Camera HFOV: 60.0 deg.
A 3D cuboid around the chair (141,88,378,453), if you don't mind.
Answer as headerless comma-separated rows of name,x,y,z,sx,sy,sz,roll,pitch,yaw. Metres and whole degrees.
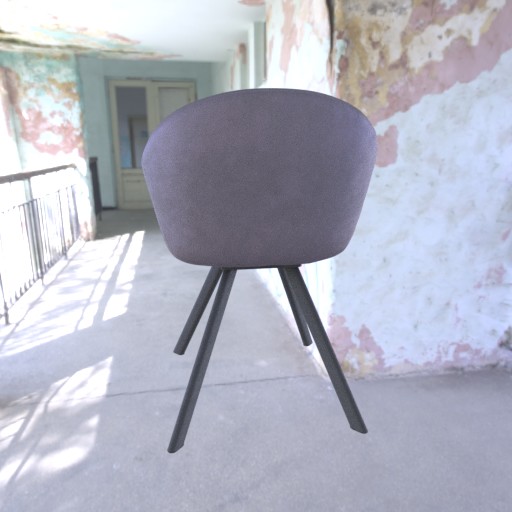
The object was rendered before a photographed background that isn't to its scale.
chair,0.000,0.000,1.171,0.567,0.781,0.544,-2,15,-8
